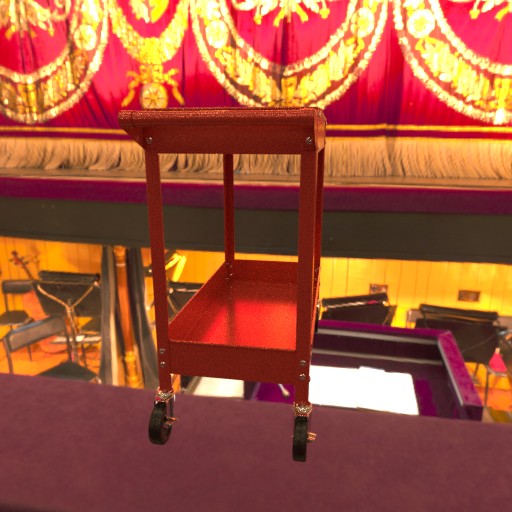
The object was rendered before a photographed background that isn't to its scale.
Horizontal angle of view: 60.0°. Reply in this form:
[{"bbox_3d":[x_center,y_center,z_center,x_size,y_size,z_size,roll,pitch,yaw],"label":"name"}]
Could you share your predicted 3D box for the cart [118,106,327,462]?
[{"bbox_3d":[0.000,0.000,1.180,0.366,0.719,0.779,3,15,9],"label":"cart"}]
